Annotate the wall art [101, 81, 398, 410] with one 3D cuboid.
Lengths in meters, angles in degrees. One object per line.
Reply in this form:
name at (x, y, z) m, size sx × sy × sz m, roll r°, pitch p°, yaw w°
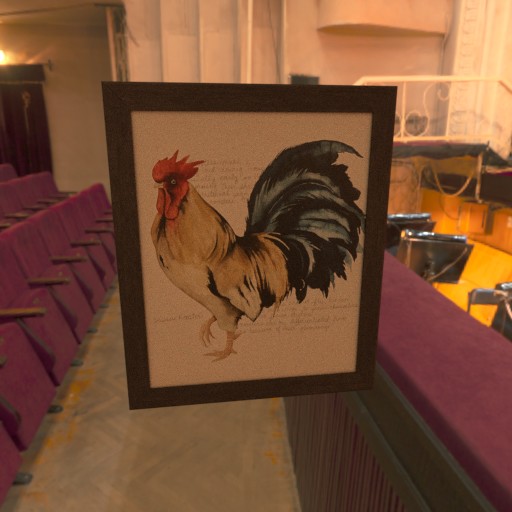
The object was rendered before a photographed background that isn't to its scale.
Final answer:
wall art at (0.000, 0.000, 0.784) m, size 0.476 × 0.570 × 0.013 m, roll -2°, pitch 15°, yaw -8°
